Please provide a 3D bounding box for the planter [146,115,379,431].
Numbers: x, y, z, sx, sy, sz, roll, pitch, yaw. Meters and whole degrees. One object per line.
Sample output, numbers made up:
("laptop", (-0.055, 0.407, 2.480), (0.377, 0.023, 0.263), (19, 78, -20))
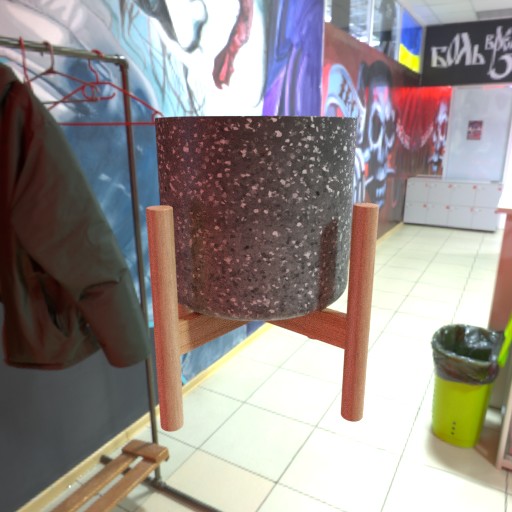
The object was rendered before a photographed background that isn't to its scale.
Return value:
("planter", (0.000, 0.000, 0.541), (0.284, 0.320, 0.284), (-8, 18, -26))
